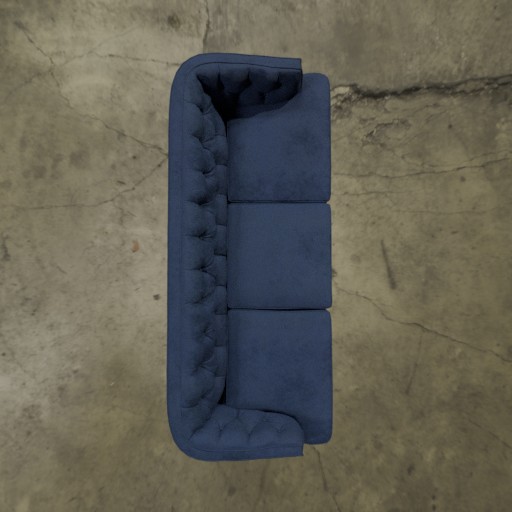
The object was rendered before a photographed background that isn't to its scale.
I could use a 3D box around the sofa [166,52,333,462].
[{"bbox_3d":[0.000,0.000,2.747,0.941,0.855,2.278,0,88,1],"label":"sofa"}]
